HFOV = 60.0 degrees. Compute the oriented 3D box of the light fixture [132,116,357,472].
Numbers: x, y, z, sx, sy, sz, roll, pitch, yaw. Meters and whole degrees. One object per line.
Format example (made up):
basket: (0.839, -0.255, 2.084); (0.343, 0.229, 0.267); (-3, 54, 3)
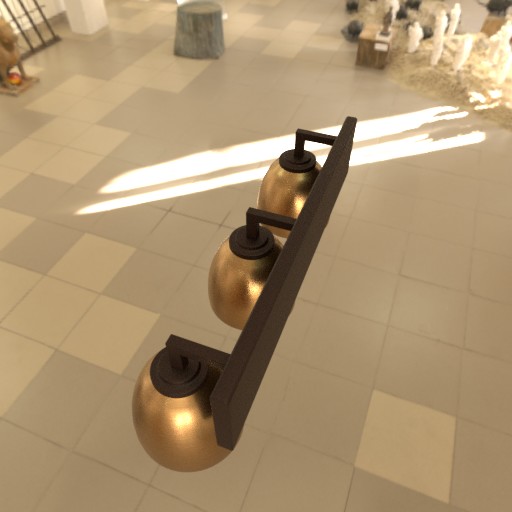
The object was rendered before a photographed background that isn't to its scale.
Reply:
light fixture: (0.000, 0.000, 0.662); (0.157, 0.204, 0.582); (16, 48, 14)
